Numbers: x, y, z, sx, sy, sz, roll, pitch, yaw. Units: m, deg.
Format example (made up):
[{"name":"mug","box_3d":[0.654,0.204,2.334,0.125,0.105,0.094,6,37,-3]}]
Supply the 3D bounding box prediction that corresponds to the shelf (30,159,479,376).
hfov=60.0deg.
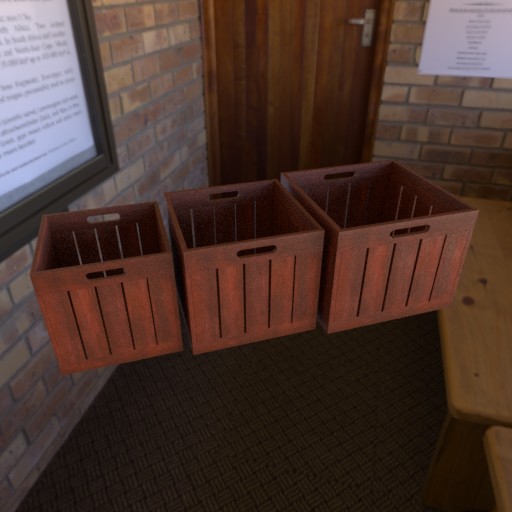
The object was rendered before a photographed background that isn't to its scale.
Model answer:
[{"name":"shelf","box_3d":[0.000,0.000,1.232,1.064,0.311,0.393,-9,33,-15]}]
